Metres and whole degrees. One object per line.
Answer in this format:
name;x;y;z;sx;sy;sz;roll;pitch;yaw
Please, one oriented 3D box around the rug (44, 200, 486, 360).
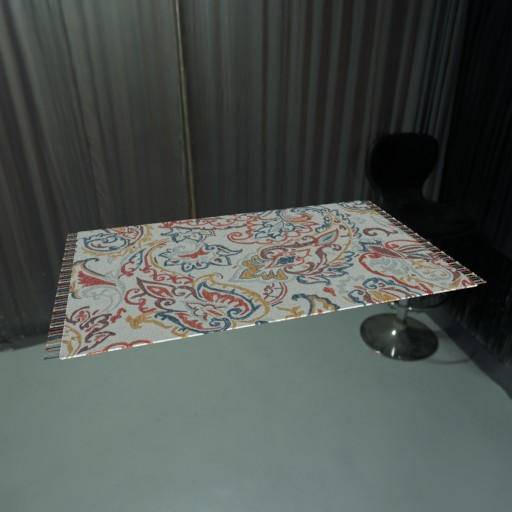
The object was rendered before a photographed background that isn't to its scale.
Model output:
rug;0.000;0.000;3.104;2.584;0.010;1.523;-8;29;-14
